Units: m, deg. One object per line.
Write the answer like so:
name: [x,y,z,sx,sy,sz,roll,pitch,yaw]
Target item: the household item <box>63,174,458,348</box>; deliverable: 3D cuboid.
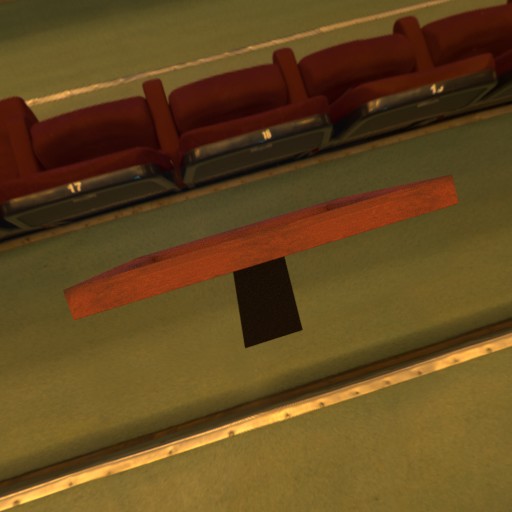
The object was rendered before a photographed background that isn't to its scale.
household item: [0.000,0.000,0.381,0.240,0.240,0.131,-17,76,-4]
